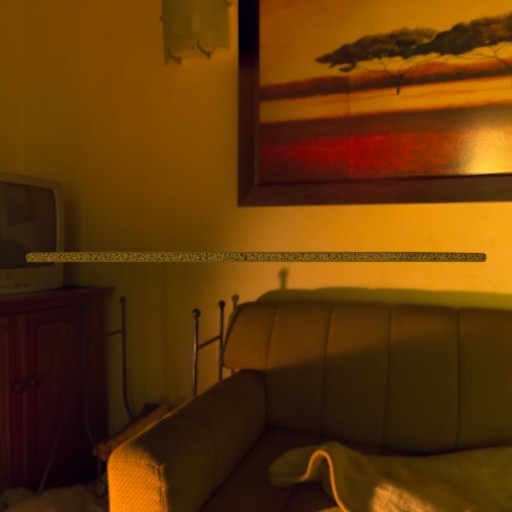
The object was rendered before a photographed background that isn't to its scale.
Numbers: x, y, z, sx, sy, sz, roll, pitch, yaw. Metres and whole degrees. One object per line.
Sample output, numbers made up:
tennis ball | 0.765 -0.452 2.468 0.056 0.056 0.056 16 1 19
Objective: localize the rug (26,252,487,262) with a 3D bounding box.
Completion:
rug | 0.000 0.000 1.759 1.524 0.030 0.609 0 1 1
